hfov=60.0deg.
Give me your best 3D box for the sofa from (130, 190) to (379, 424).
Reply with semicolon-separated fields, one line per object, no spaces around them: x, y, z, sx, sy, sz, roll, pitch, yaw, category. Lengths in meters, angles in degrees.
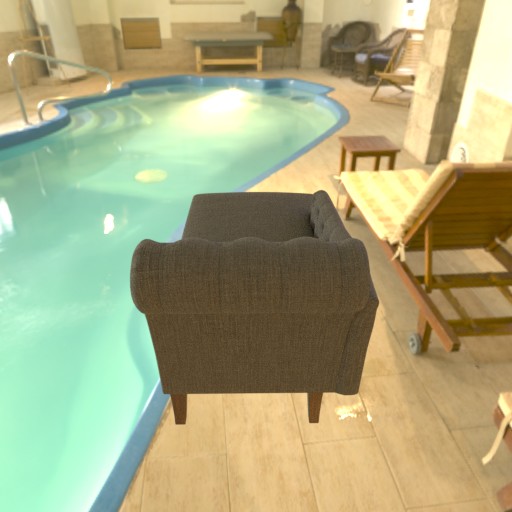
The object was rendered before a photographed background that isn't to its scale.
0.000;0.000;1.821;0.675;0.787;1.379;0;31;-1;sofa
